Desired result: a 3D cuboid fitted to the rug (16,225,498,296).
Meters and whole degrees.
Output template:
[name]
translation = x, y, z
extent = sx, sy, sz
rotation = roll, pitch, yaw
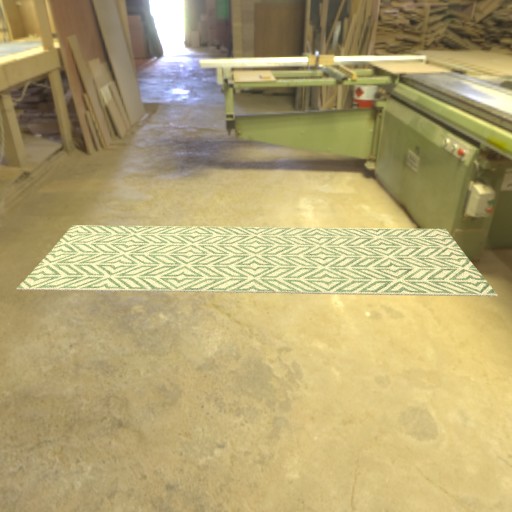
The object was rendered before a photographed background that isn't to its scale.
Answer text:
[rug]
translation = 0.000, 0.000, 2.562
extent = 2.435, 0.009, 0.750
rotation = 1, 30, 1
